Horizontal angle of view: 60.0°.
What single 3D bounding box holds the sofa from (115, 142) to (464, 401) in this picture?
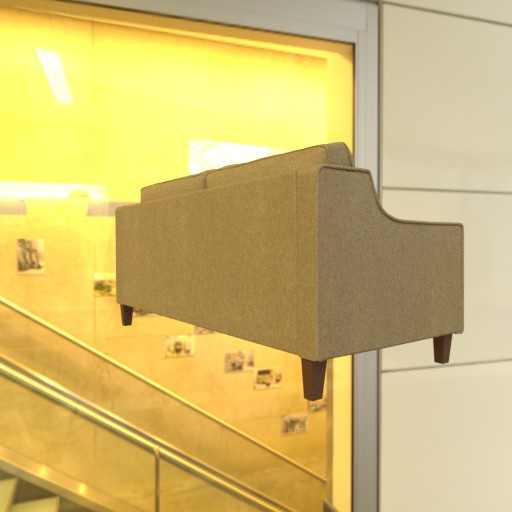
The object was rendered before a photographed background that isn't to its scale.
[{"bbox_3d":[0.000,0.000,2.807,1.073,1.074,2.181,-1,1,-37],"label":"sofa"}]
